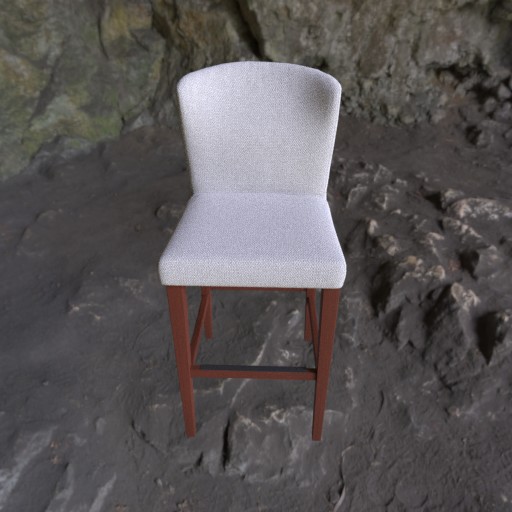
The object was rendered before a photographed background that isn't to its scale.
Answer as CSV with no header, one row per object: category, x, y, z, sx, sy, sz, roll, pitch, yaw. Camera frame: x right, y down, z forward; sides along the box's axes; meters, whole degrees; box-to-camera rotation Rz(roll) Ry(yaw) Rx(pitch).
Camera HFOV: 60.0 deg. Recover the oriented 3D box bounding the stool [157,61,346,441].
stool,0.000,0.000,1.390,0.481,1.069,0.568,1,30,2
